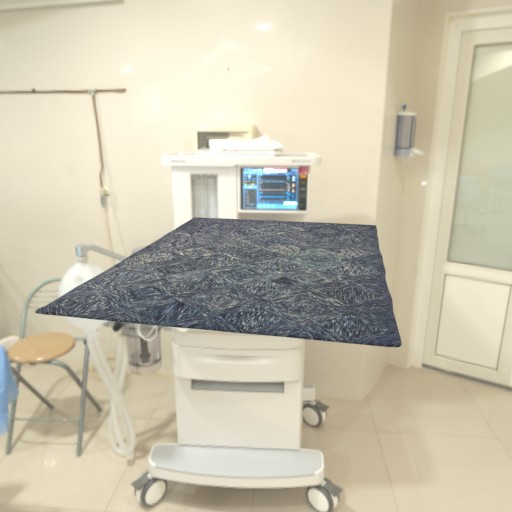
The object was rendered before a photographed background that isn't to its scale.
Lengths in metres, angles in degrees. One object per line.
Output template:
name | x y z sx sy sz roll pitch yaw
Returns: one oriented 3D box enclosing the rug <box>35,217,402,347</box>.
rug | 0.000 0.000 4.239 2.385 0.024 3.245 3 17 11
